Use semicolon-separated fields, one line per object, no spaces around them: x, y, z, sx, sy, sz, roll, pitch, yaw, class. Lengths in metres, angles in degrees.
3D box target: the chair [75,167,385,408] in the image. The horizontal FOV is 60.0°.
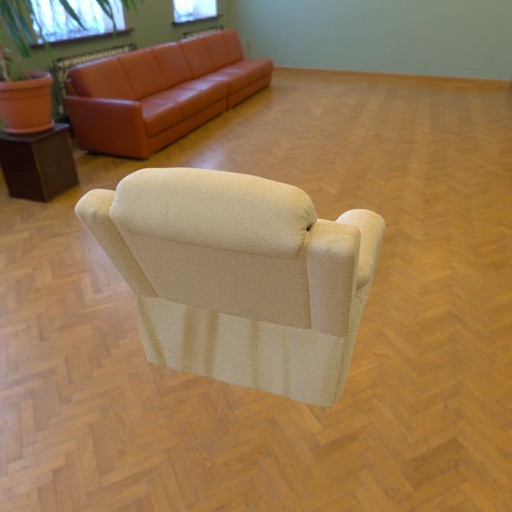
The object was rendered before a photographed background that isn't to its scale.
0.000;0.000;1.272;0.680;0.702;0.709;10;33;15;chair
